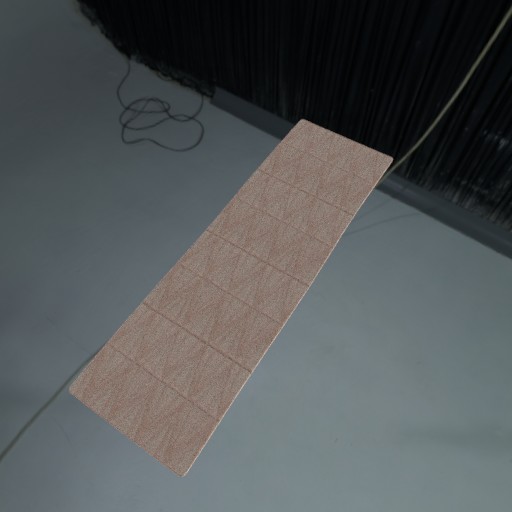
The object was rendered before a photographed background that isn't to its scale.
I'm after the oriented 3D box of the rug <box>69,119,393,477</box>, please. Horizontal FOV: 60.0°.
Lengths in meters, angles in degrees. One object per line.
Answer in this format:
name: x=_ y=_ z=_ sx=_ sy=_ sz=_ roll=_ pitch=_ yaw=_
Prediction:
rug: x=0.000 y=0.000 z=2.720 sx=0.760 sy=0.015 sz=2.435 roll=29 pitch=63 yaw=17
